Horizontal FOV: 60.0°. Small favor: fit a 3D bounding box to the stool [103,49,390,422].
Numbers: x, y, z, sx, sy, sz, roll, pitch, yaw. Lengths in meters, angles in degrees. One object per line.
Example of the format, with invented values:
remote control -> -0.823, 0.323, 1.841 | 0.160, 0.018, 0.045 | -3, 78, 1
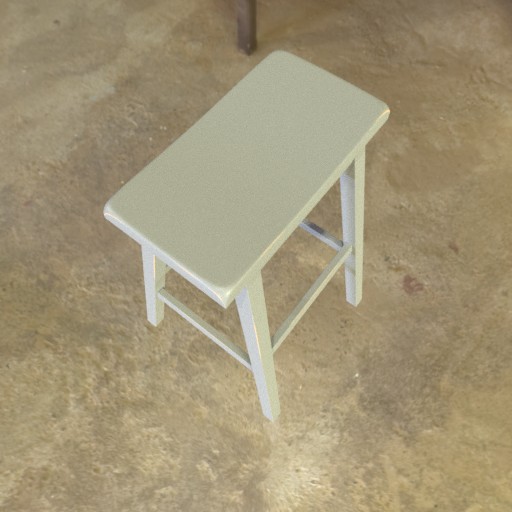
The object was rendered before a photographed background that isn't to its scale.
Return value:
stool -> 0.000, 0.000, 1.030 | 0.476, 0.737, 0.457 | 35, 69, 16
